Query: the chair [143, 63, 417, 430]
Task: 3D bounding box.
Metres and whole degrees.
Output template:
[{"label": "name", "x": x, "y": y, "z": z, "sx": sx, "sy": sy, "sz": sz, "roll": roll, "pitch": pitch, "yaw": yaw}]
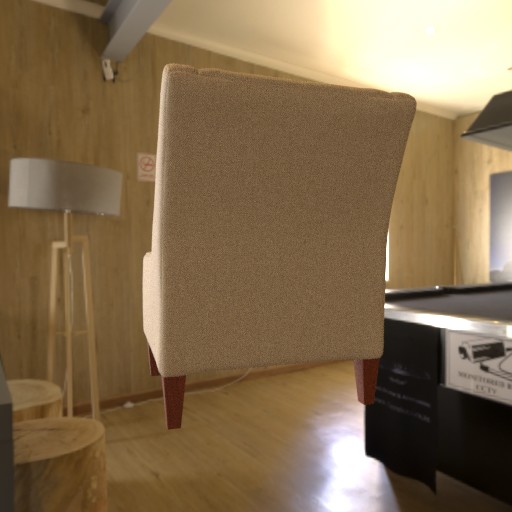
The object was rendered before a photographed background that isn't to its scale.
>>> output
[{"label": "chair", "x": 0.000, "y": 0.000, "z": 1.630, "sx": 0.774, "sy": 1.014, "sz": 0.870, "roll": 0, "pitch": 1, "yaw": -18}]
